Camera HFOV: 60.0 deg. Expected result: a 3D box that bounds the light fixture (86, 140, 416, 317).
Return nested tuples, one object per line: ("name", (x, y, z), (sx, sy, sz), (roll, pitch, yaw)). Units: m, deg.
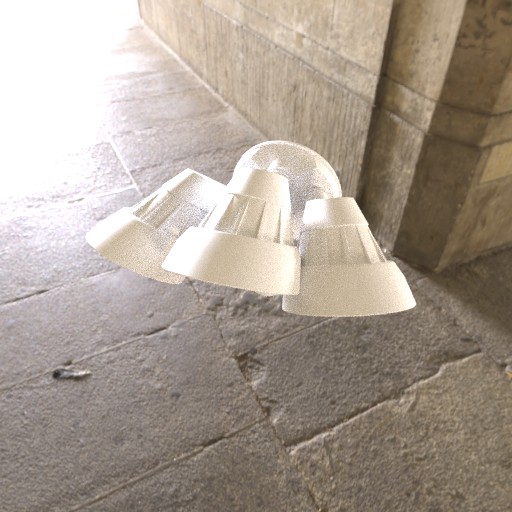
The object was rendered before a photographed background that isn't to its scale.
("light fixture", (0.000, 0.000, 0.541), (0.369, 0.237, 0.278), (12, 43, 13))
